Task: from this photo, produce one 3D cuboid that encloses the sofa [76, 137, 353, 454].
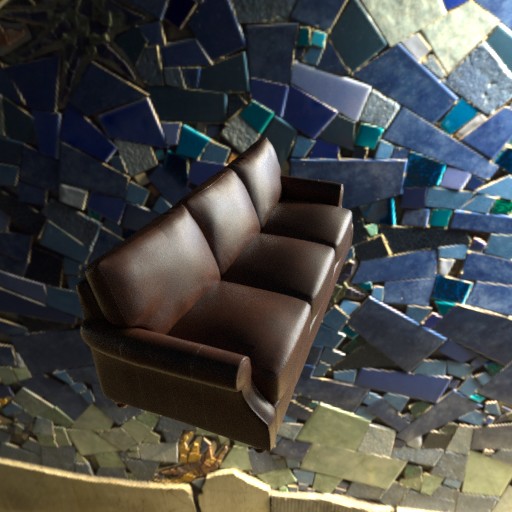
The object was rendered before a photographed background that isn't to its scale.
[{"bbox_3d":[0.000,0.000,2.890,0.973,0.977,2.351,10,31,18],"label":"sofa"}]
